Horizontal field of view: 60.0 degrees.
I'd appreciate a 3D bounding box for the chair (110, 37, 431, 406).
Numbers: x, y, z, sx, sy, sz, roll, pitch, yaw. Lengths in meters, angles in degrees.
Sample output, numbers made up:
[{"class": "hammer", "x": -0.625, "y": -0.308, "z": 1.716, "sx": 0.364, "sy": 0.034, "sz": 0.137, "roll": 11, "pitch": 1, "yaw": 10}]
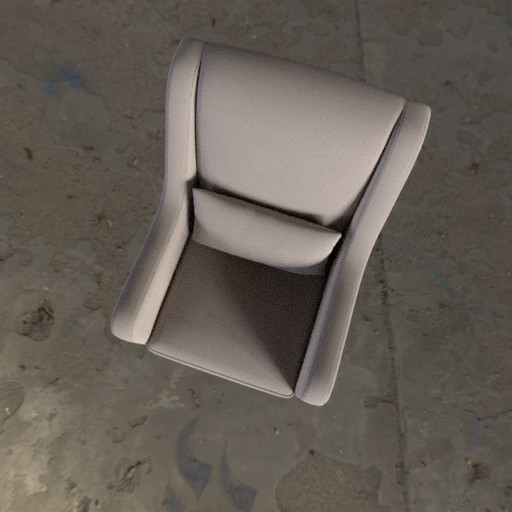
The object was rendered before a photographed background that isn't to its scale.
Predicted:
[{"class": "chair", "x": 0.000, "y": 0.000, "z": 1.557, "sx": 0.715, "sy": 1.010, "sz": 0.863, "roll": 18, "pitch": 77, "yaw": 4}]
